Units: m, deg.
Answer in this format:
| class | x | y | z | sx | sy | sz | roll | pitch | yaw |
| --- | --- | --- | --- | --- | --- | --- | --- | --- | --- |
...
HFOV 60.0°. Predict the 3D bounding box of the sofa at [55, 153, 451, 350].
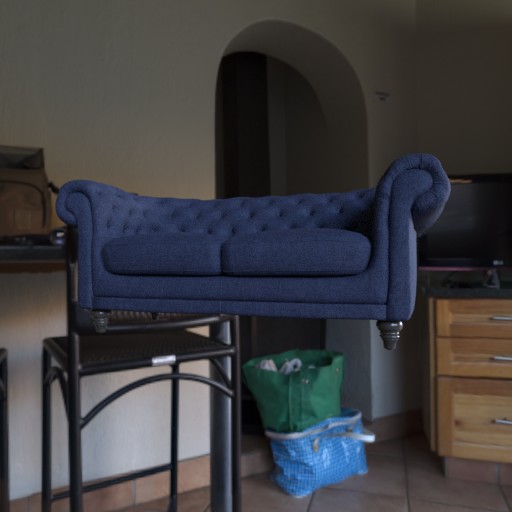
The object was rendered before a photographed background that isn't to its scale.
| class | x | y | z | sx | sy | sz | roll | pitch | yaw |
| --- | --- | --- | --- | --- | --- | --- | --- | --- | --- |
| sofa | 0.000 | 0.000 | 2.544 | 1.988 | 0.833 | 1.082 | 0 | -1 | 19 |
